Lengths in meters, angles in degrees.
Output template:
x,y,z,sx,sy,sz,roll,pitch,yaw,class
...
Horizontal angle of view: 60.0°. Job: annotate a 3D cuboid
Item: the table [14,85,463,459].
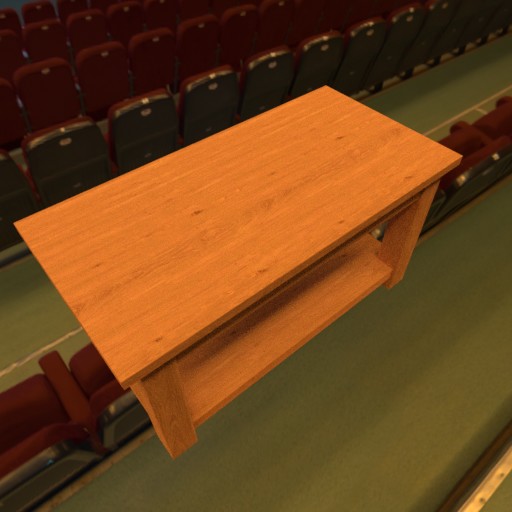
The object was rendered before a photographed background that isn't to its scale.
x,y,z,sx,sy,sz,roll,pitch,yaw,class
0.000,0.000,1.138,0.899,0.452,0.450,-32,55,-25,table
